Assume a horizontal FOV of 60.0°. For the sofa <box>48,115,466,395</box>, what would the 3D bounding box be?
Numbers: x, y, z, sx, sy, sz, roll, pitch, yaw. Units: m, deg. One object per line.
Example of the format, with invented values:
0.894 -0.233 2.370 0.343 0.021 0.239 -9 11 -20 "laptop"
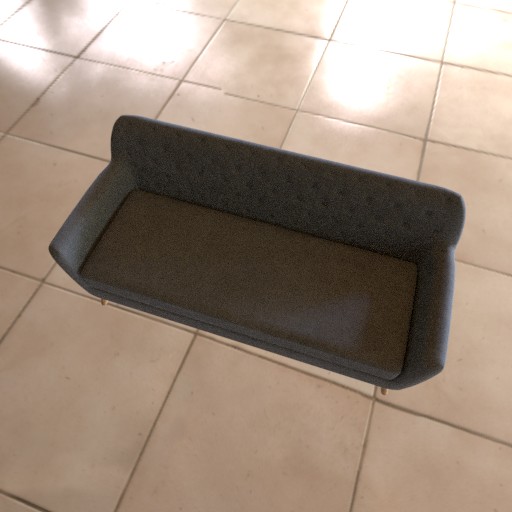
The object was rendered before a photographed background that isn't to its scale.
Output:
0.000 0.000 2.384 1.970 0.830 0.830 16 59 10 "sofa"
